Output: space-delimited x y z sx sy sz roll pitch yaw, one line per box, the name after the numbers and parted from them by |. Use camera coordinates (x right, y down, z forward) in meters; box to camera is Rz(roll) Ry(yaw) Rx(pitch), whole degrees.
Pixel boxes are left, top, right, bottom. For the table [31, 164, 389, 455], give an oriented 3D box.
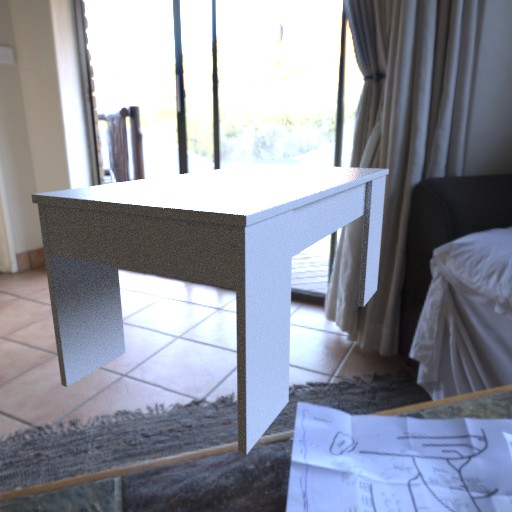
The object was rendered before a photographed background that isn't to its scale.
0.000 0.000 1.269 0.500 0.440 1.000 8 18 27 | table
